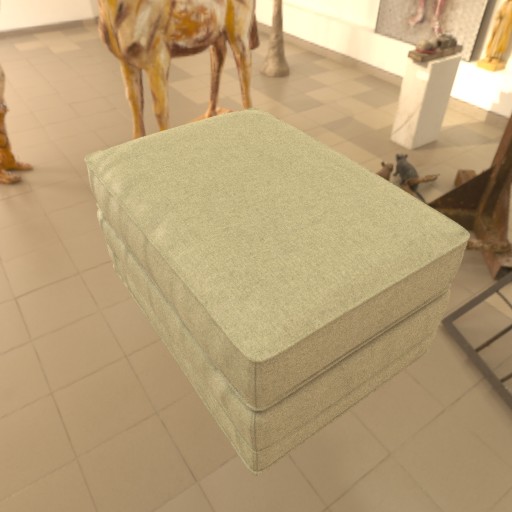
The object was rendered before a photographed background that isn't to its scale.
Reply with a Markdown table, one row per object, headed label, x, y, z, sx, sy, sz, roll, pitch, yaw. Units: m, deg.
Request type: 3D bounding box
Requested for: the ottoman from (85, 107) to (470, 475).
| label | x | y | z | sx | sy | sz | roll | pitch | yaw |
| --- | --- | --- | --- | --- | --- | --- | --- | --- | --- |
| ottoman | 0.000 | 0.000 | 1.208 | 0.611 | 0.508 | 0.848 | -25 | 47 | -25 |
